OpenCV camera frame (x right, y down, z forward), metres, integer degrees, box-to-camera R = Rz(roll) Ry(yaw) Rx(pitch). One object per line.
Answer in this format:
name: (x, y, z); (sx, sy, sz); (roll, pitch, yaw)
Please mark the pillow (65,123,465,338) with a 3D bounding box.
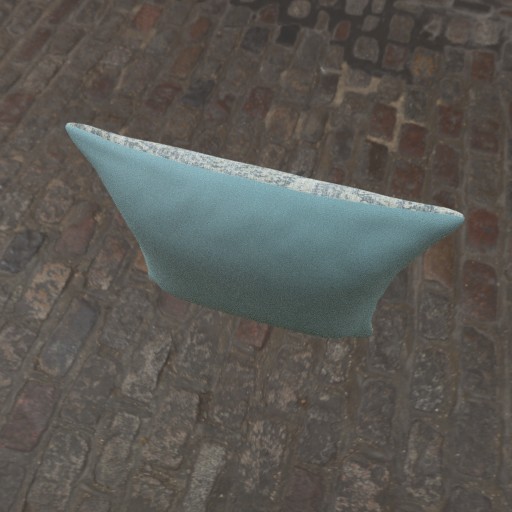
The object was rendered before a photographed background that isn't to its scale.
pillow: (0.000, 0.000, 0.783); (0.526, 0.507, 0.166); (14, 64, 7)
